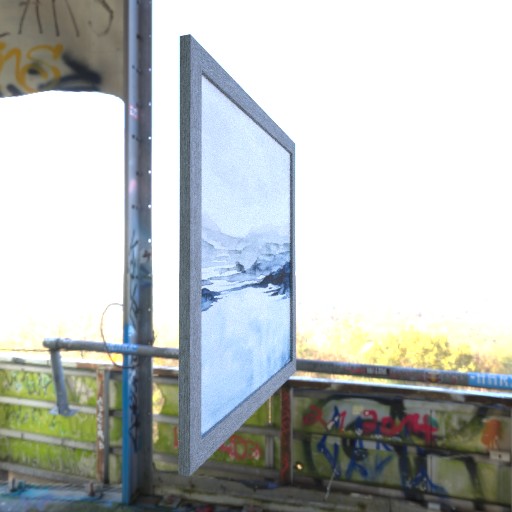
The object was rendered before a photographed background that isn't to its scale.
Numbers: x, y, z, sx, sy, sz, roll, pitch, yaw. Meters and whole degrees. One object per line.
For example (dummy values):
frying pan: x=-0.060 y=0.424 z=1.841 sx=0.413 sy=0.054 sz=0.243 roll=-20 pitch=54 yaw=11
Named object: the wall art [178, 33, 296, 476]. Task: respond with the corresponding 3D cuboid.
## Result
wall art: x=0.000 y=0.000 z=1.012 sx=0.020 sy=0.685 sz=0.685 roll=0 pitch=-1 yaw=19
